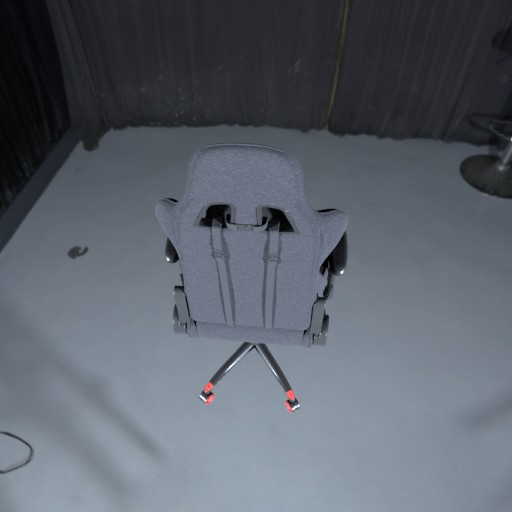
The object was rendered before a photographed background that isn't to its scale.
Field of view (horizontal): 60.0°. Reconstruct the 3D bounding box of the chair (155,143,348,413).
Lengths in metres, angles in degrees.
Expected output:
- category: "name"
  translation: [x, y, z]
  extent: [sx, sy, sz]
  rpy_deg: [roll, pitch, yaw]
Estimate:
- category: "chair"
  translation: [0.000, 0.000, 1.722]
  extent: [0.695, 1.326, 0.658]
  rpy_deg: [4, 47, 4]
